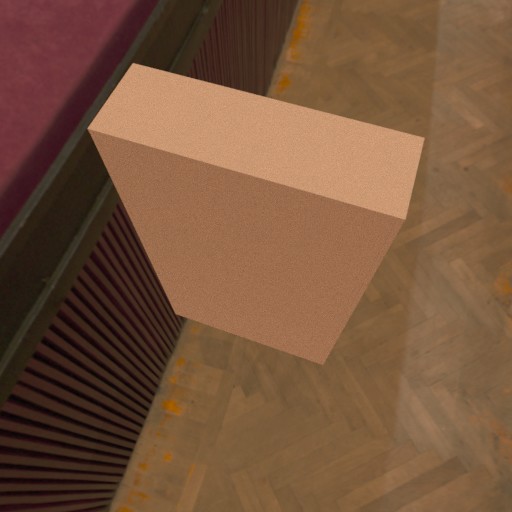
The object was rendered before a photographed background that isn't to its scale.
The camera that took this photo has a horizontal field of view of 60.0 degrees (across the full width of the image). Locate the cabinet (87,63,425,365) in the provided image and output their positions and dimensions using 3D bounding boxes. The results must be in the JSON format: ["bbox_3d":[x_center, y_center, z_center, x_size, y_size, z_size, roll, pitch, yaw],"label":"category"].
[{"bbox_3d":[0.000,0.000,1.605,0.750,1.280,0.250,17,64,9],"label":"cabinet"}]
